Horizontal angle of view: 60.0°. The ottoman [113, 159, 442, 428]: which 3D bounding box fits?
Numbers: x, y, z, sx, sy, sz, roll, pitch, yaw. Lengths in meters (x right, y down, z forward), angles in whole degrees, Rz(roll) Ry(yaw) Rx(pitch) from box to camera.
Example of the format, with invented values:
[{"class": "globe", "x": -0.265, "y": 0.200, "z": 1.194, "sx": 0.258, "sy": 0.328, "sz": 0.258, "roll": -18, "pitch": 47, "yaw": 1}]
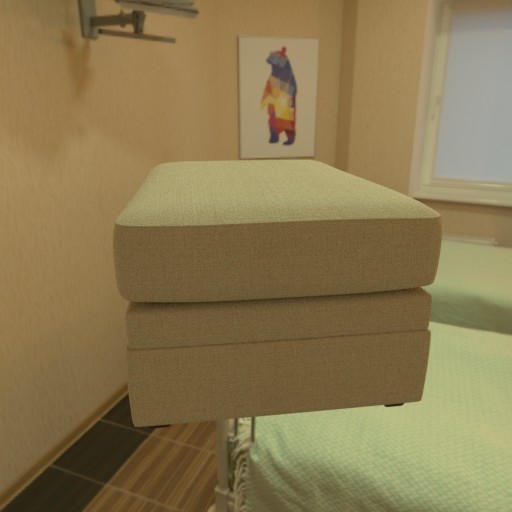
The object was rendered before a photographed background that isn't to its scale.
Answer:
[{"class": "ottoman", "x": 0.000, "y": 0.000, "z": 1.246, "sx": 0.637, "sy": 0.478, "sz": 0.885, "roll": -2, "pitch": 18, "yaw": -7}]
